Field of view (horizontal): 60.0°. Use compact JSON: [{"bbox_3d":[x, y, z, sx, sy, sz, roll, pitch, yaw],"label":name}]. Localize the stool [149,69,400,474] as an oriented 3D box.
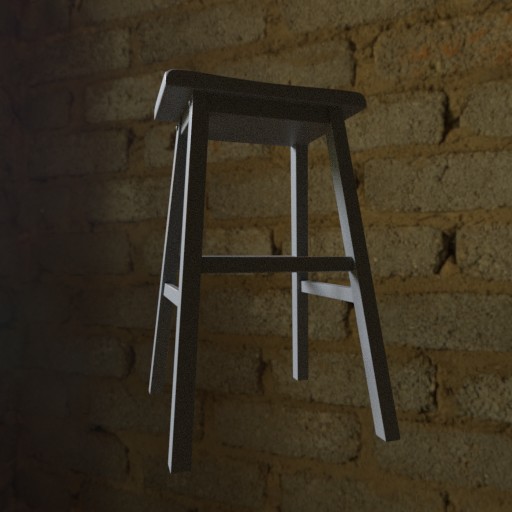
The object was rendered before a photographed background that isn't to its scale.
[{"bbox_3d":[0.000,0.000,1.044,0.457,0.737,0.476,0,0,-18],"label":"stool"}]
